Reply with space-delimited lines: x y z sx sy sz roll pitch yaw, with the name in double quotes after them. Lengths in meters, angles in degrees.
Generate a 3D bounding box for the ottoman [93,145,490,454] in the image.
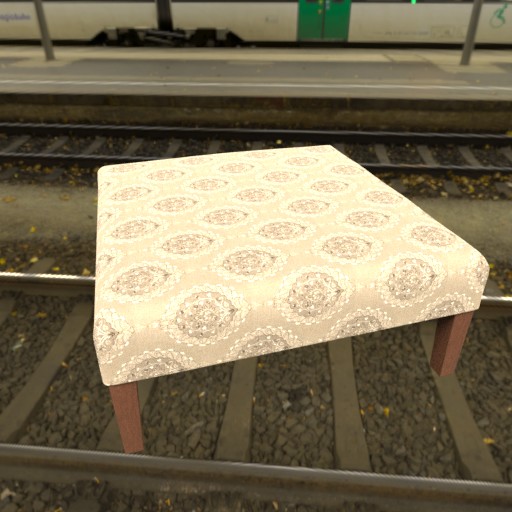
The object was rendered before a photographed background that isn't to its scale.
0.000 0.000 1.358 0.890 0.411 0.889 -9 32 -14 "ottoman"
